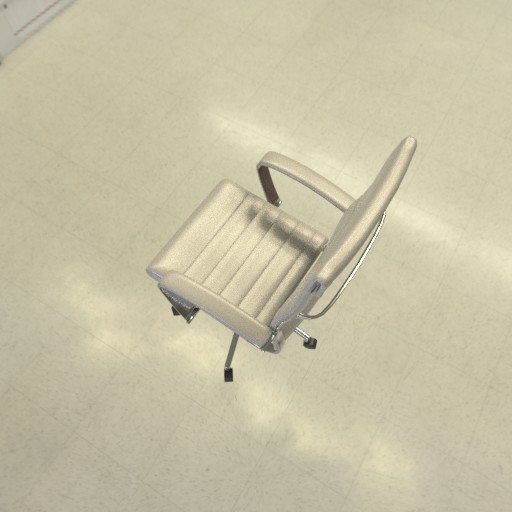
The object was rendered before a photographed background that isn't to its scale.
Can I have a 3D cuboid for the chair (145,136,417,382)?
[{"bbox_3d":[0.000,0.000,1.533,0.667,1.149,0.679,31,67,15],"label":"chair"}]
